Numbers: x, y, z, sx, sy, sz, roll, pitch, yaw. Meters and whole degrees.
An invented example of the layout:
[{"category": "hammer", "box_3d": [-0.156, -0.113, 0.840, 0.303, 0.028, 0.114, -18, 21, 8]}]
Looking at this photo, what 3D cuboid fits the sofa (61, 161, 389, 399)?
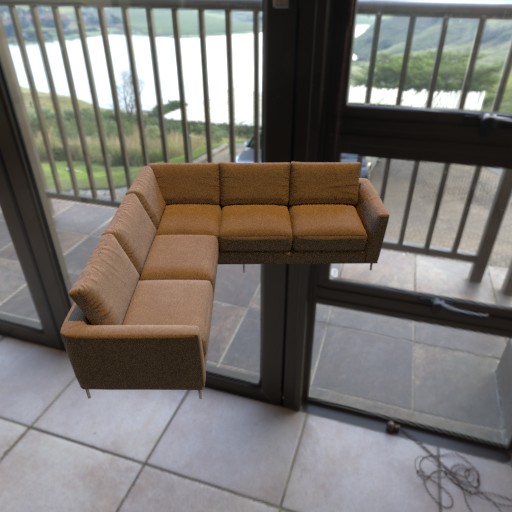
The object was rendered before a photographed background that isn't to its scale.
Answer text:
[{"category": "sofa", "box_3d": [0.000, 0.000, 3.787, 2.438, 0.864, 2.438, 0, 32, 0]}]
